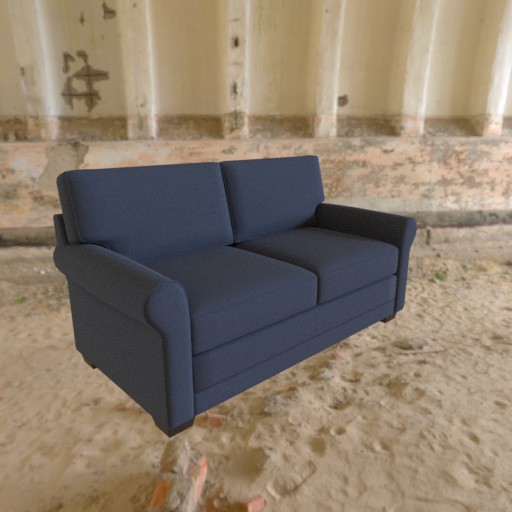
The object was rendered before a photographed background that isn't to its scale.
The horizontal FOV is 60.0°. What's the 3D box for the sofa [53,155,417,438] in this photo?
[{"bbox_3d":[0.000,0.000,2.502,1.930,1.020,0.940,-14,22,-41],"label":"sofa"}]
